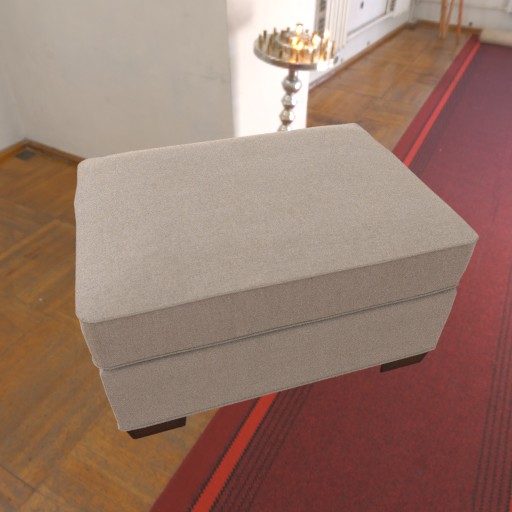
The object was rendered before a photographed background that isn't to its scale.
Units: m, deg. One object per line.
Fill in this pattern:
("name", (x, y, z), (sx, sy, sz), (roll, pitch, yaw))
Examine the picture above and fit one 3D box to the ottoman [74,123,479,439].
("ottoman", (0.000, 0.000, 1.206), (0.846, 0.503, 0.617), (-11, 42, -12))
